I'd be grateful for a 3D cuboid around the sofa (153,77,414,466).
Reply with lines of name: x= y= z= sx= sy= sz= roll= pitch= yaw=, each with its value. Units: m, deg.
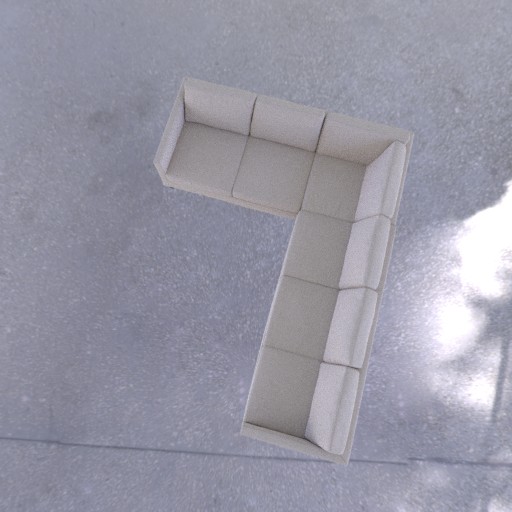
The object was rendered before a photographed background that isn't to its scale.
sofa: x=0.000 y=0.000 z=4.327 sx=2.432 sy=0.863 sz=3.182 roll=15 pitch=76 yaw=4
